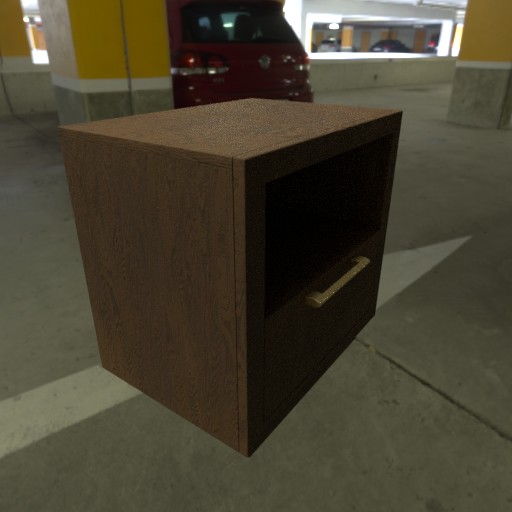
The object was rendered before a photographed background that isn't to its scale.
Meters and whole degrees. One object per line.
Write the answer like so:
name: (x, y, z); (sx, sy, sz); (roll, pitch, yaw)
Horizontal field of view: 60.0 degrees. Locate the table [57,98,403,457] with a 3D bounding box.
table: (0.000, 0.000, 0.974); (0.439, 0.585, 0.560); (17, 31, 32)
